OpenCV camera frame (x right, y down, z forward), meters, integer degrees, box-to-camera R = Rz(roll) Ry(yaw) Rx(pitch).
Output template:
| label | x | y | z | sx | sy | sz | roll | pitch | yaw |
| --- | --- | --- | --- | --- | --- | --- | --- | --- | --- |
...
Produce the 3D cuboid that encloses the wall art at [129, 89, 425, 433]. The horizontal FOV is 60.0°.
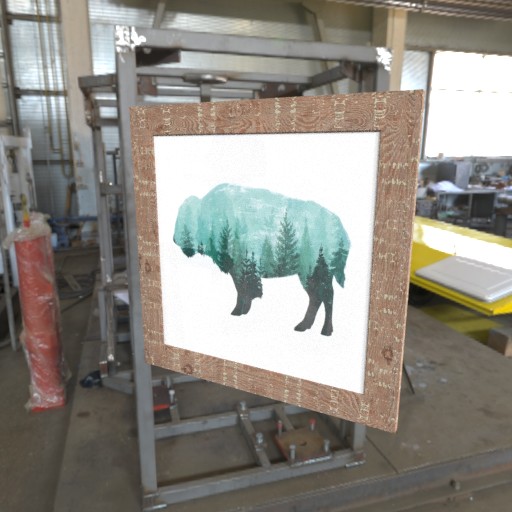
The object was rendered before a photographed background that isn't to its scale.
| label | x | y | z | sx | sy | sz | roll | pitch | yaw |
| --- | --- | --- | --- | --- | --- | --- | --- | --- | --- |
| wall art | 0.000 | 0.000 | 0.571 | 0.380 | 0.380 | 0.022 | 7 | 15 | 27 |
